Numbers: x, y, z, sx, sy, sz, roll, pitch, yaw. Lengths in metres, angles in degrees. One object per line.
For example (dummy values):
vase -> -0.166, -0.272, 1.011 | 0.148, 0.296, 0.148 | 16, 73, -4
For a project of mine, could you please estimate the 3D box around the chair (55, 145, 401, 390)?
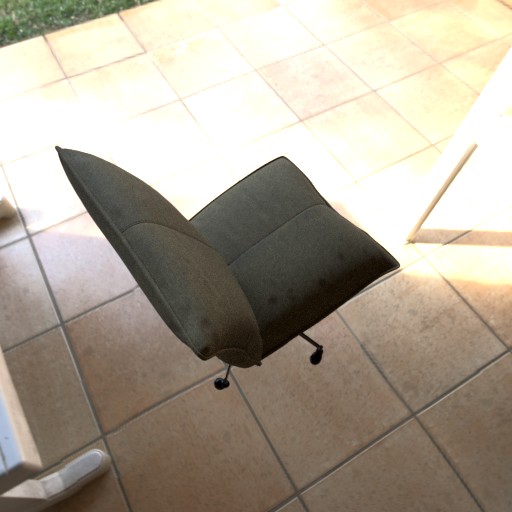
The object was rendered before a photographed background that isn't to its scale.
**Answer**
chair -> 0.000, 0.000, 1.294 | 0.696, 0.811, 0.597 | -32, 64, -18
